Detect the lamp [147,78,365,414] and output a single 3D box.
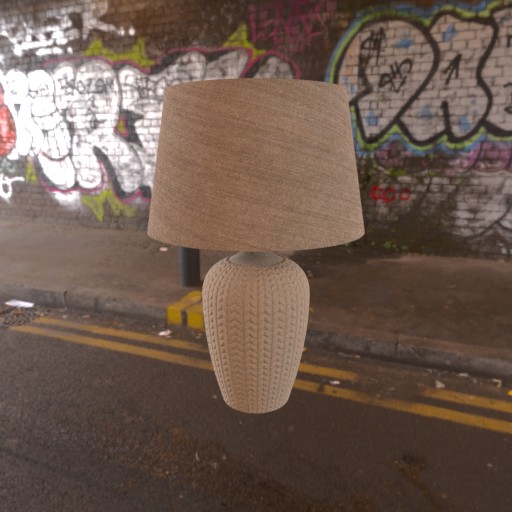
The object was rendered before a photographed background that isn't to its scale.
[{"bbox_3d":[0.000,0.000,0.830,0.390,0.580,0.390,0,14,0],"label":"lamp"}]
